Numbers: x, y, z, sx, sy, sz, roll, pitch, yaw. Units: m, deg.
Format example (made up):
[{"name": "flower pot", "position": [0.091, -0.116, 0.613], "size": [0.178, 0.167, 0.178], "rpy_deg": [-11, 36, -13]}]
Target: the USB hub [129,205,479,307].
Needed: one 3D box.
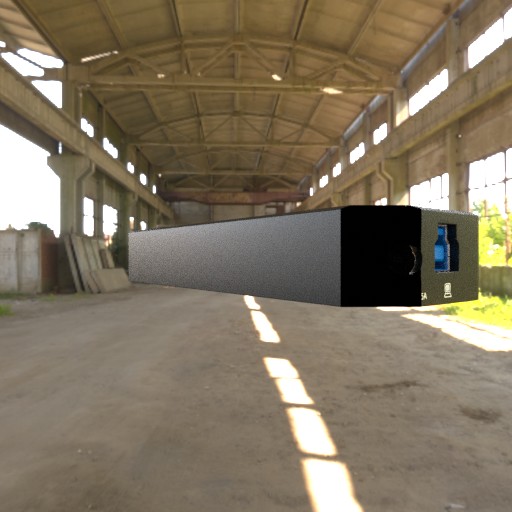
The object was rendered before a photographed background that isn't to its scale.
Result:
[{"name": "USB hub", "position": [0.000, 0.000, 0.162], "size": [0.044, 0.023, 0.145], "rpy_deg": [0, 0, -37]}]
